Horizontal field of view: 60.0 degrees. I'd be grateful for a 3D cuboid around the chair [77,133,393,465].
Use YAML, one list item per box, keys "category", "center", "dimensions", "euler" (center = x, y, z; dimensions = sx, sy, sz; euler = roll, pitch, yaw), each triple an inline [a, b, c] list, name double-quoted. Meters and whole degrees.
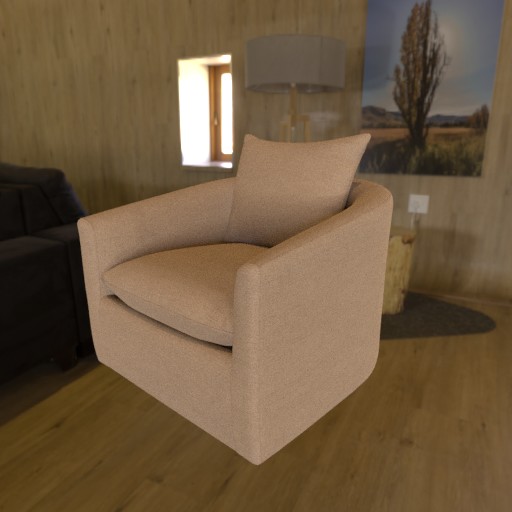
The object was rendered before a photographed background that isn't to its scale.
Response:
- category: "chair"
  center: [0.000, 0.000, 1.591]
  dimensions: [0.845, 0.848, 0.910]
  euler: [14, 21, 41]
